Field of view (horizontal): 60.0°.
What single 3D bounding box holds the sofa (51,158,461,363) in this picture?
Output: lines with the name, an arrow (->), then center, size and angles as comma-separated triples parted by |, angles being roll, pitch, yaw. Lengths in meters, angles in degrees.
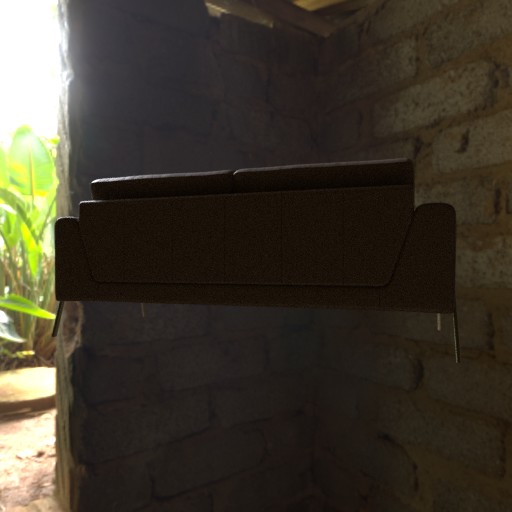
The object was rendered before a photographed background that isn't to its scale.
sofa -> 0.000, 0.000, 2.521 | 2.017, 0.875, 0.953 | 0, -1, 18
